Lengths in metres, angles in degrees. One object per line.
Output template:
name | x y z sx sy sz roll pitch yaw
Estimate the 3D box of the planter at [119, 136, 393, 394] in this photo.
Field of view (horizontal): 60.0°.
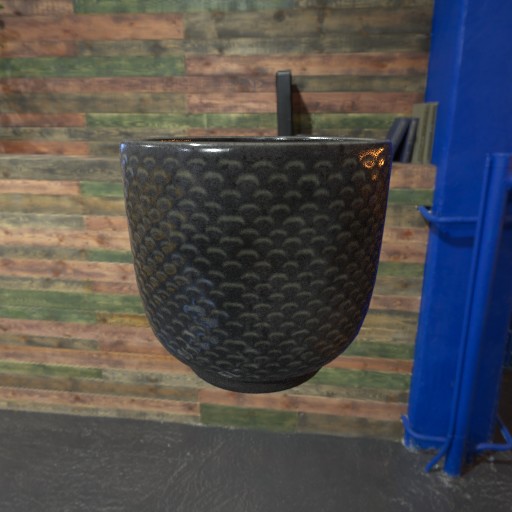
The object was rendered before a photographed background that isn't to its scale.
planter | 0.000 0.000 0.252 0.140 0.129 0.140 0 16 0
